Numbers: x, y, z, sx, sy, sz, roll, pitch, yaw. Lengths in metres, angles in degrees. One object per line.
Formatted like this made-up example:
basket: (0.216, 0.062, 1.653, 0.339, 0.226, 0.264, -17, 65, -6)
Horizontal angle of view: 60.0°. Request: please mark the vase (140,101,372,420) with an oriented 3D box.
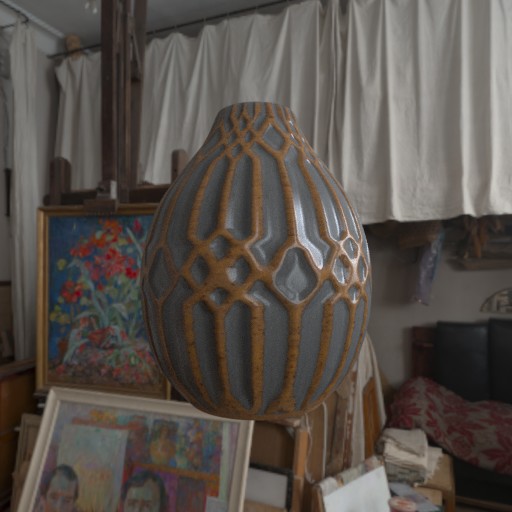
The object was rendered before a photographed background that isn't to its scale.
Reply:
vase: (0.000, 0.000, 0.137, 0.069, 0.088, 0.069, 0, 0, 0)
